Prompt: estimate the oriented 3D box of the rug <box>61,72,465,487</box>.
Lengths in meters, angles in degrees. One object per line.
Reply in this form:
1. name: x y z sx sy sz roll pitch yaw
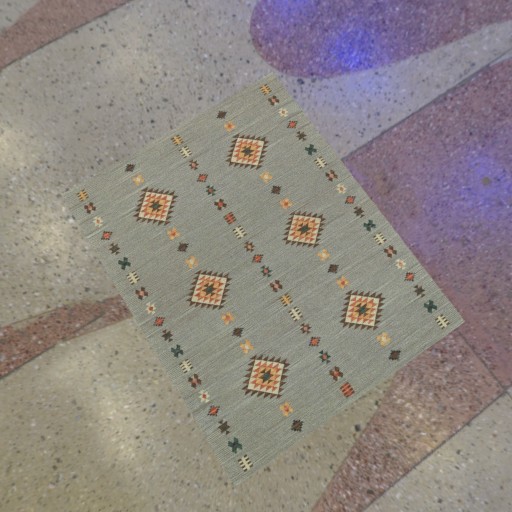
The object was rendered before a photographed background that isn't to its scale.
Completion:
1. rug: 0.000 0.000 4.059 2.425 0.008 3.035 -33 78 -8
